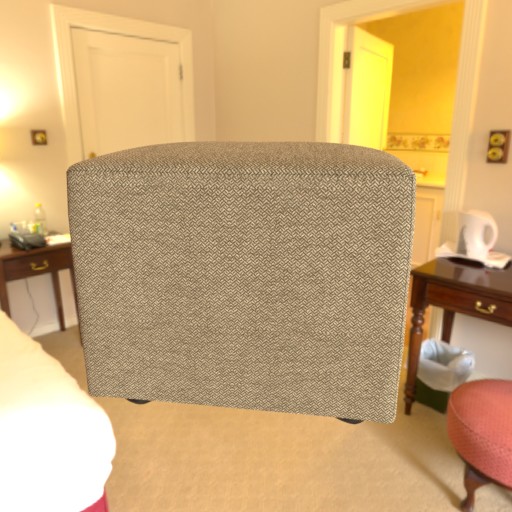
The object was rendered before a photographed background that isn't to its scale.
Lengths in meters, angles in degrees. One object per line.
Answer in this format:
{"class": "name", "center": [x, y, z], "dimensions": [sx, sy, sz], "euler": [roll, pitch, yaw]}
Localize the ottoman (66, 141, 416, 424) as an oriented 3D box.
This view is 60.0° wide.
{"class": "ottoman", "center": [0.000, 0.000, 0.905], "dimensions": [0.519, 0.453, 0.512], "euler": [2, 16, 8]}
